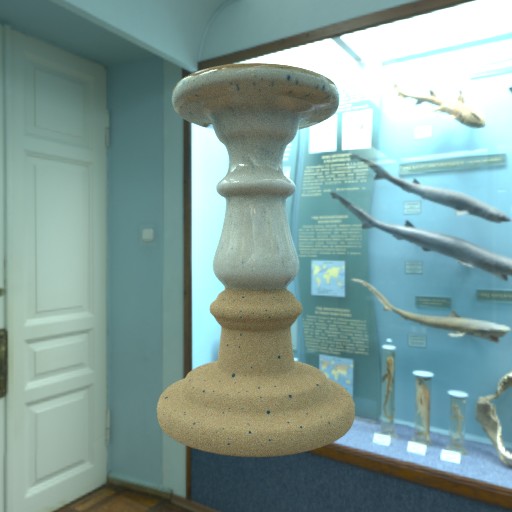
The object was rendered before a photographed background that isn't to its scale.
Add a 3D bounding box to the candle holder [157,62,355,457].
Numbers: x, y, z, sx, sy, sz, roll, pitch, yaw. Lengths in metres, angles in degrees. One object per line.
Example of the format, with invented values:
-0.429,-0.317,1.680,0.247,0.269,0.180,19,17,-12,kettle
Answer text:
0.000,0.000,0.280,0.123,0.202,0.123,0,1,0,candle holder
